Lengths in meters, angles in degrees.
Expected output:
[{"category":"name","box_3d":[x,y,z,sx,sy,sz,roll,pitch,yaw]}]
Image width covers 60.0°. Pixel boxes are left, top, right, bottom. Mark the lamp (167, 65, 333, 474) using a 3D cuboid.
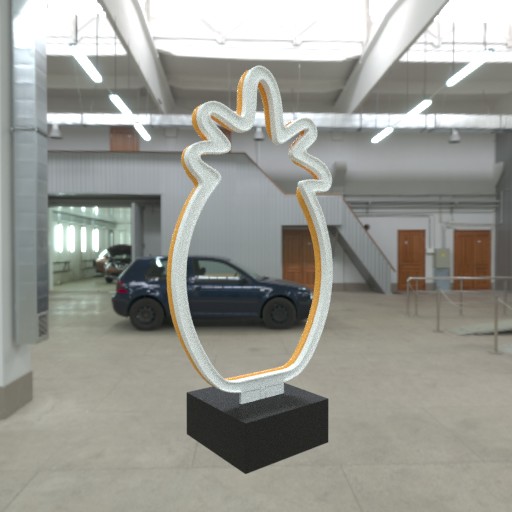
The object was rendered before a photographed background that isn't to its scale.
[{"category":"lamp","box_3d":[0.000,0.000,0.382,0.167,0.317,0.088,-1,1,-38]}]
